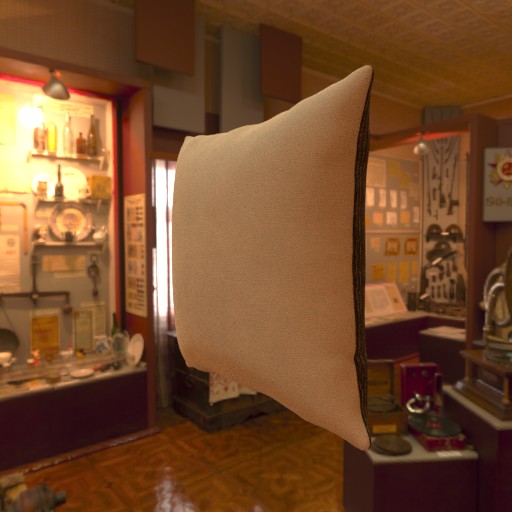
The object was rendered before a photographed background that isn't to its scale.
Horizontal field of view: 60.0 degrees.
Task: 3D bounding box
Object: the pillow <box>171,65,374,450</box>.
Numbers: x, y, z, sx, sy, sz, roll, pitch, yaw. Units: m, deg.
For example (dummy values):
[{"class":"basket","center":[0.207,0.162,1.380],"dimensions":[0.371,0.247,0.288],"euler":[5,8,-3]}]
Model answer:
[{"class":"pillow","center":[0.000,0.000,0.666],"dimensions":[0.196,0.434,0.433],"euler":[-2,3,-37]}]
